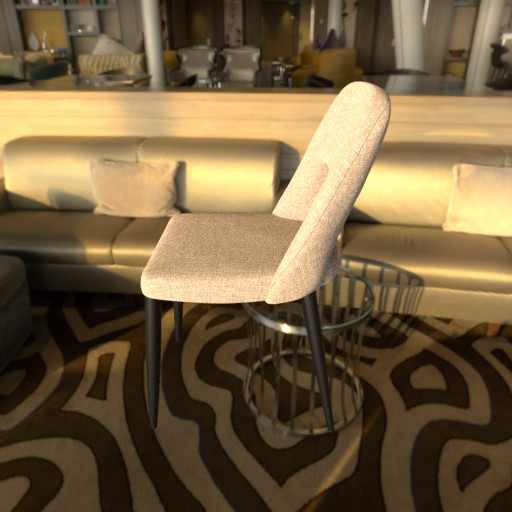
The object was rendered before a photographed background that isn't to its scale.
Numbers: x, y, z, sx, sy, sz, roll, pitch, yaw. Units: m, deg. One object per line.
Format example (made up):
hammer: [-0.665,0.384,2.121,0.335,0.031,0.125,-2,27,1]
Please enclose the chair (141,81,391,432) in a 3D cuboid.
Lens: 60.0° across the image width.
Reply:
chair: [0.000,0.000,1.279,0.612,0.931,0.470,0,26,1]
